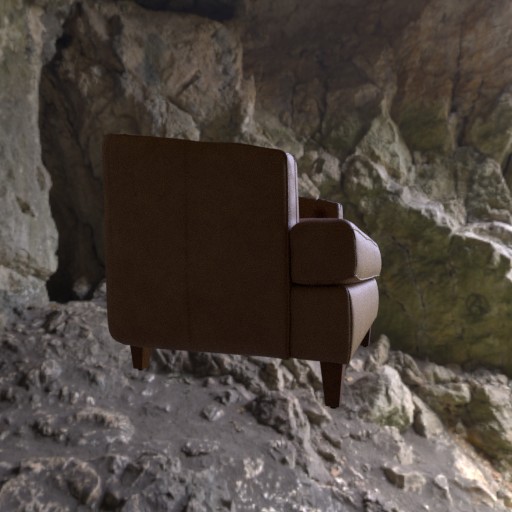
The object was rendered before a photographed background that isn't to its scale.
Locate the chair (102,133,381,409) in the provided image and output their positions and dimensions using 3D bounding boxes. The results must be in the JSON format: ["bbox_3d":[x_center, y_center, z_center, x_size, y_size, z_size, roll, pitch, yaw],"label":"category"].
[{"bbox_3d":[0.000,0.000,1.759,0.911,0.836,1.119,-1,-2,19],"label":"chair"}]
